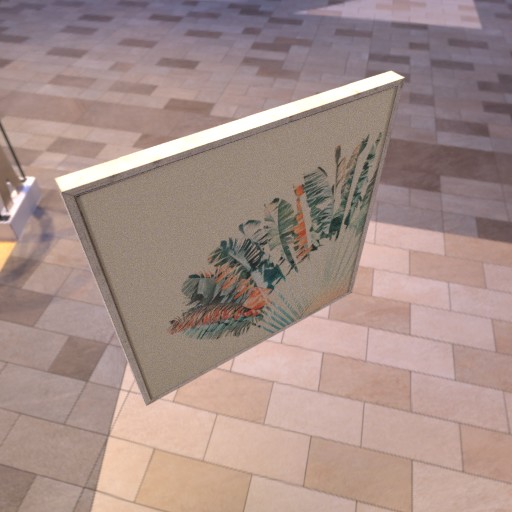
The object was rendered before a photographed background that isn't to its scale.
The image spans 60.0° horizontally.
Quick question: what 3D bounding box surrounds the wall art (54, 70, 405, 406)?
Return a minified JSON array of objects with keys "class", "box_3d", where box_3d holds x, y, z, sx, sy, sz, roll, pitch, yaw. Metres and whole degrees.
[{"class":"wall art","box_3d":[0.000,0.000,0.755,0.508,0.506,0.029,-25,51,-22]}]
